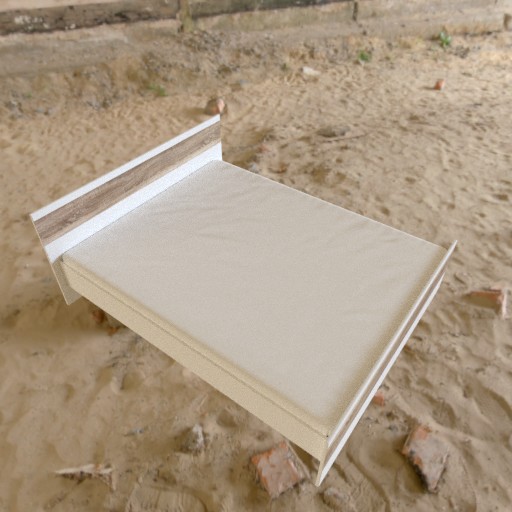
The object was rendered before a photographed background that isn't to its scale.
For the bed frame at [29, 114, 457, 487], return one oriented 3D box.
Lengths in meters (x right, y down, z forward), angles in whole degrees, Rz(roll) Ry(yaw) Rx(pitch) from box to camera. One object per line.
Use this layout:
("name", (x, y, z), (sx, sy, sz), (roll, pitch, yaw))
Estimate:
("bed frame", (0.000, 0.000, 2.939), (2.060, 0.800, 1.720), (26, 48, 26))
